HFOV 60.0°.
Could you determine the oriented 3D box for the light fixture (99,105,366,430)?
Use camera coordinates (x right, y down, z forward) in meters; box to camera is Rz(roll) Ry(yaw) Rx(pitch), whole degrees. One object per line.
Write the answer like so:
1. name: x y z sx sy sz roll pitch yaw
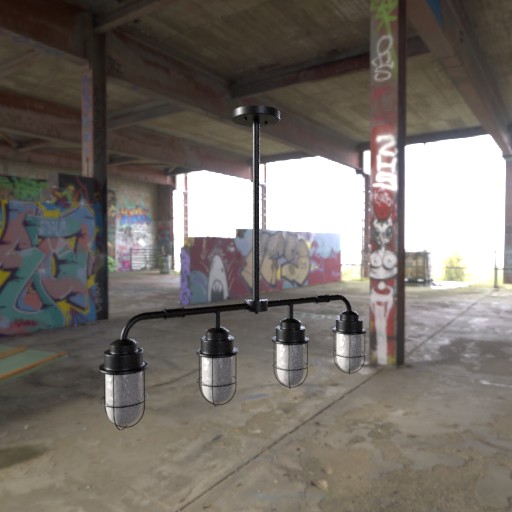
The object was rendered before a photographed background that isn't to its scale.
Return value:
1. light fixture: 0.000 0.000 1.227 0.852 0.785 0.131 -1 2 -35
